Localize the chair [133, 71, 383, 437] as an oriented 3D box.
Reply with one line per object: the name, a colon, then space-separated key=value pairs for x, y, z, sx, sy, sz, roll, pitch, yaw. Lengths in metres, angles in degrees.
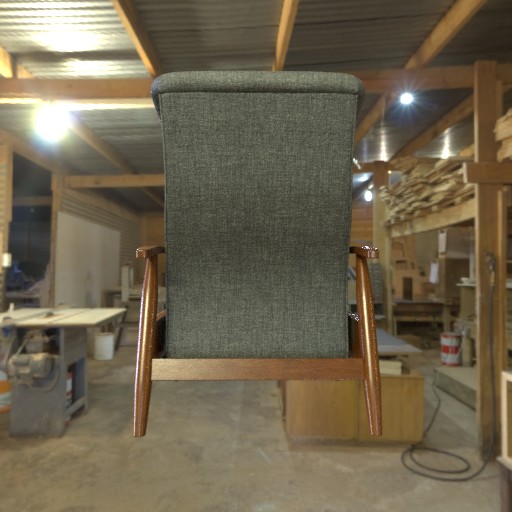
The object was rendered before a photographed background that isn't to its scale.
chair: x=0.000 y=0.000 z=1.789 sx=0.762 sy=1.082 sz=1.030 roll=0 pitch=-2 yaw=-1
